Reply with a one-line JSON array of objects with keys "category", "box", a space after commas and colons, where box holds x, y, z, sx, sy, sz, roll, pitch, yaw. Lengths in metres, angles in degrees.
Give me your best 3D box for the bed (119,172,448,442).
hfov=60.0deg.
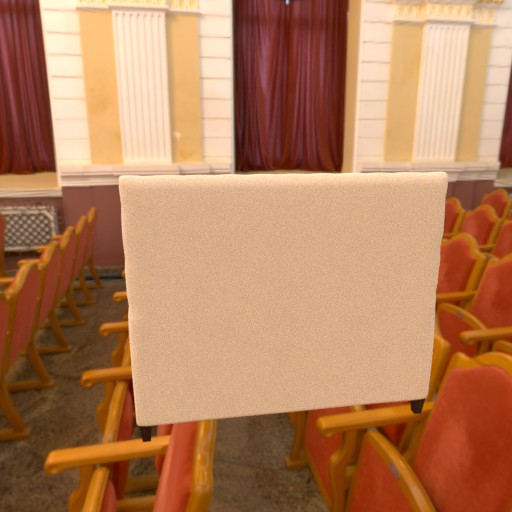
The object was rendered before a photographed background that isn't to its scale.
[{"category": "bed", "box": [0.000, 0.000, 3.472, 1.698, 1.427, 2.387, -2, 15, -9]}]
